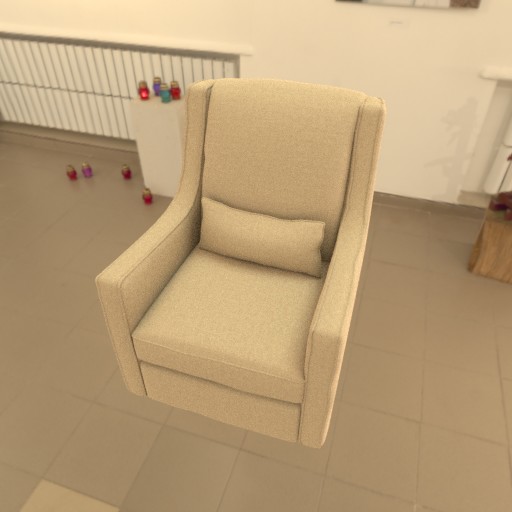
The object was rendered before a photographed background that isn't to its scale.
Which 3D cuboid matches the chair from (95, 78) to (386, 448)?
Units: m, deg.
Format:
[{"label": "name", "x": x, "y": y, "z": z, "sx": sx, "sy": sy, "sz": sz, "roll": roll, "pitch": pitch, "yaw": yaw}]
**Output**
[{"label": "chair", "x": 0.000, "y": 0.000, "z": 1.580, "sx": 0.732, "sy": 0.993, "sz": 0.879, "roll": 12, "pitch": 41, "yaw": 14}]
